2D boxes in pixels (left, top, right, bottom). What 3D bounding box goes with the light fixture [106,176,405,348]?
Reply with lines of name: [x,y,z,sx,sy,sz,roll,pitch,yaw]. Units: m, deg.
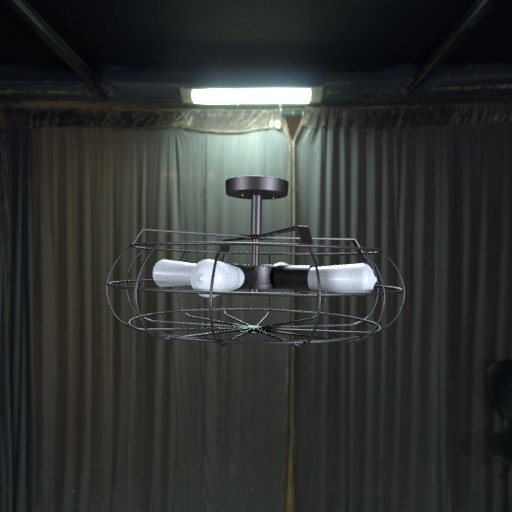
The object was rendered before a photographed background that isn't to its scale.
light fixture: [0.000,0.000,0.921,0.582,0.311,0.582,0,-1,0]
